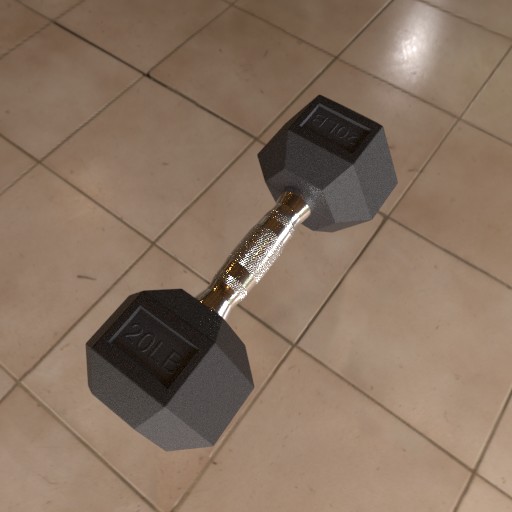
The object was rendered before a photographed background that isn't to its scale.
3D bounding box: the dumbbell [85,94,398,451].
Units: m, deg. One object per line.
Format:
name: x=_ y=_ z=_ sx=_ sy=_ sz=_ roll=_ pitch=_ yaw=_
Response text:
dumbbell: x=0.000 y=0.000 z=0.349 sx=0.116 sy=0.101 sz=0.297 roll=33 pitch=68 yaw=15
